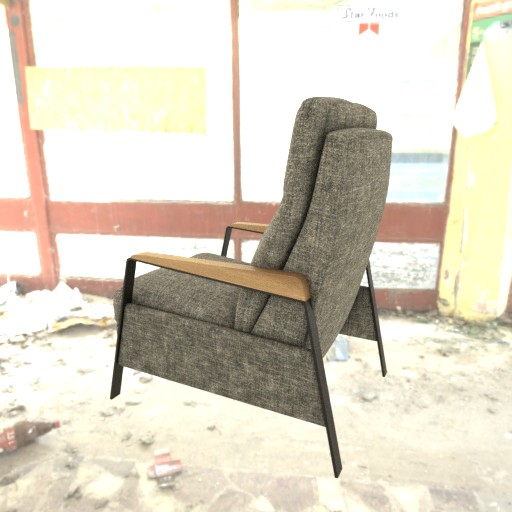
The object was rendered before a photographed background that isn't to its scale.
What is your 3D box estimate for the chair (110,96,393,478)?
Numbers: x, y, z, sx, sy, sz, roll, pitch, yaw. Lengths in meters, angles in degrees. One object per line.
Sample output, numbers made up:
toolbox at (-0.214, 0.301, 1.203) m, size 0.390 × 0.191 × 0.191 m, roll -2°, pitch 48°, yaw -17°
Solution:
chair at (0.000, 0.000, 1.601) m, size 0.868 × 1.042 × 0.671 m, roll 7°, pitch 16°, yaw 26°
